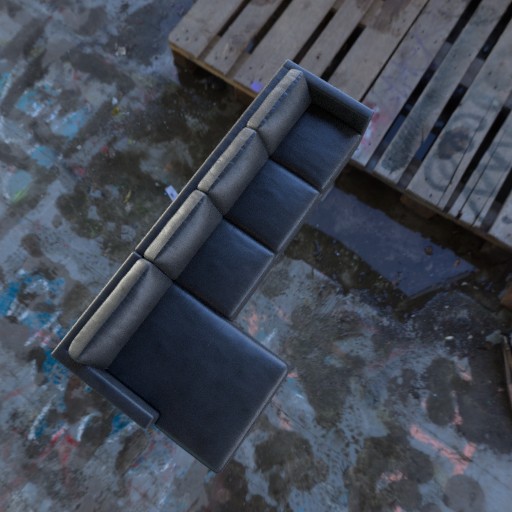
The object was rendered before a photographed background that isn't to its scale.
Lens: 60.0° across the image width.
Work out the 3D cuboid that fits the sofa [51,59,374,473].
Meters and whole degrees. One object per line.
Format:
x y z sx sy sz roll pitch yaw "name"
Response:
0.000 0.000 3.852 1.581 0.883 3.203 35 79 8 "sofa"
